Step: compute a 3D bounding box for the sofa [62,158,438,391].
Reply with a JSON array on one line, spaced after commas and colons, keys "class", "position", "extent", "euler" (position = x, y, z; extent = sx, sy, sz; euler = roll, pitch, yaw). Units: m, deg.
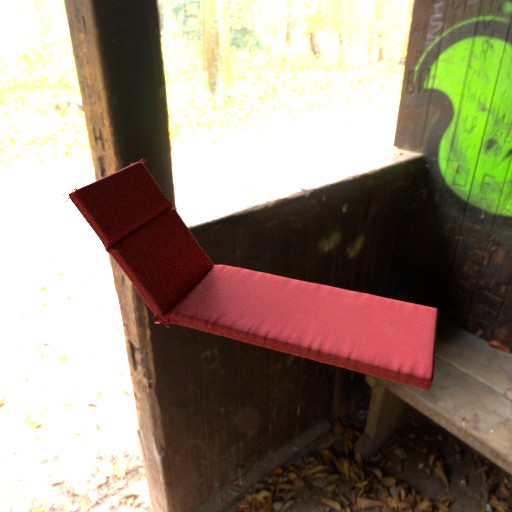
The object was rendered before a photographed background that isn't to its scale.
[{"class": "sofa", "position": [0.000, 0.000, 2.049], "extent": [1.663, 0.622, 0.582], "euler": [11, 30, 19]}]
